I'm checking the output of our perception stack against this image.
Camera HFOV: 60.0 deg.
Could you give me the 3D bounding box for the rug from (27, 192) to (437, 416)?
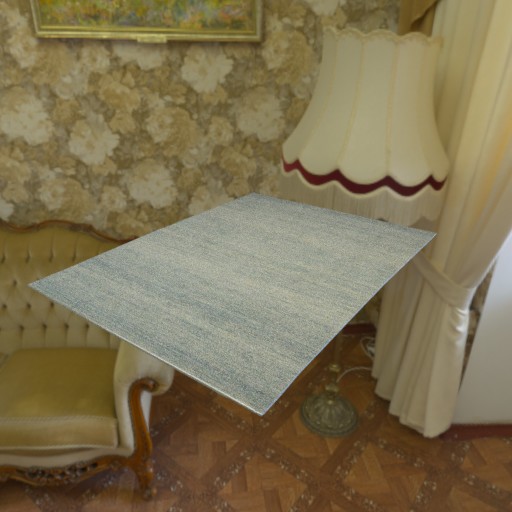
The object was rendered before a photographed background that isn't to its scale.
[{"bbox_3d":[0.000,0.000,4.266,2.461,0.046,3.237,18,31,32],"label":"rug"}]
